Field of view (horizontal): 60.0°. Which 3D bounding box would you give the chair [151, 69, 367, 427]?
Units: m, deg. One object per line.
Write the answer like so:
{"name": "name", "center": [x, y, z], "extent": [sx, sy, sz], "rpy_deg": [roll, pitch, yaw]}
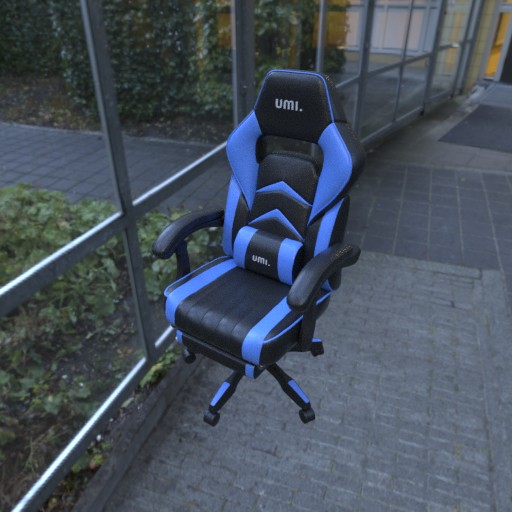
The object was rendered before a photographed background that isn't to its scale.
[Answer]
{"name": "chair", "center": [0.000, 0.000, 1.726], "extent": [0.700, 1.280, 0.700], "rpy_deg": [19, 36, 28]}
